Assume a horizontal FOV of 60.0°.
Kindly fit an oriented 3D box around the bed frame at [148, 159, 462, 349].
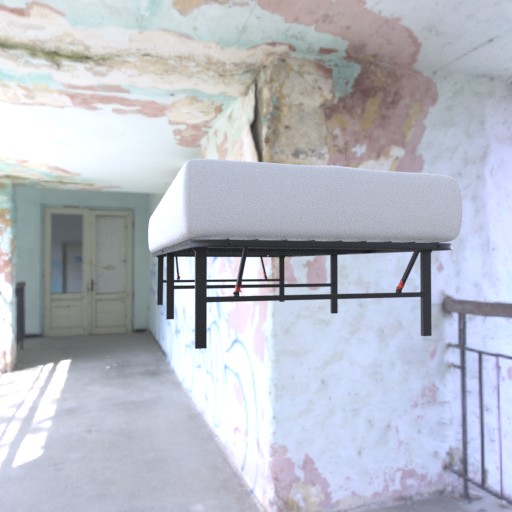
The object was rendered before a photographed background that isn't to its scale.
[{"bbox_3d":[0.000,0.000,2.363,1.025,0.640,1.908,0,-1,-17],"label":"bed frame"}]
